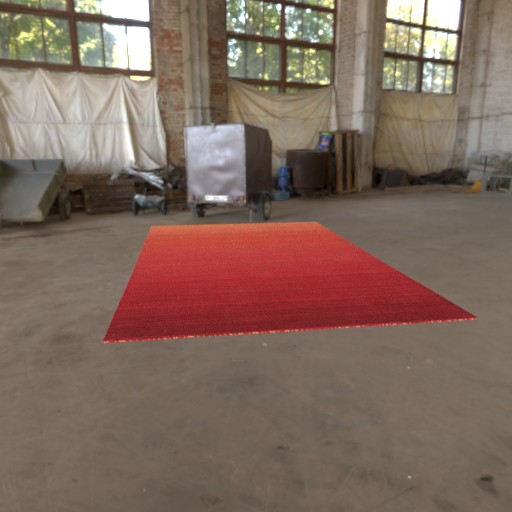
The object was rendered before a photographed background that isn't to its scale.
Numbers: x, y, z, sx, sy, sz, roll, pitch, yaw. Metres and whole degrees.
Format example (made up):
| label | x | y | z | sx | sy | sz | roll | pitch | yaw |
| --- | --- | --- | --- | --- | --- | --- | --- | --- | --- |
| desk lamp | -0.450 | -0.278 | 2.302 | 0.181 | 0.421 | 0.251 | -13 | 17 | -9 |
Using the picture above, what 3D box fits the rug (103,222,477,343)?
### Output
| label | x | y | z | sx | sy | sz | roll | pitch | yaw |
| --- | --- | --- | --- | --- | --- | --- | --- | --- | --- |
| rug | 0.000 | 0.000 | 2.930 | 1.531 | 0.010 | 2.442 | -2 | 14 | -8 |
